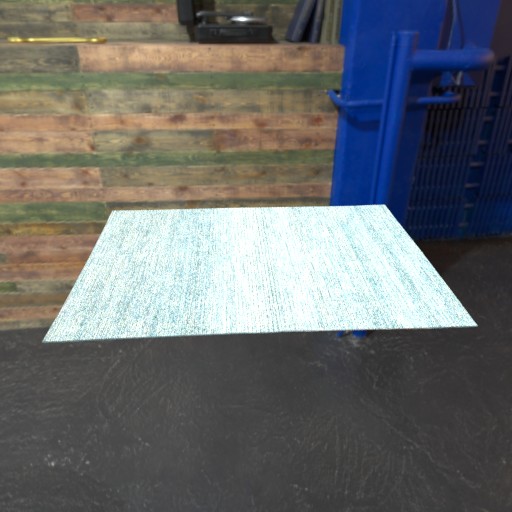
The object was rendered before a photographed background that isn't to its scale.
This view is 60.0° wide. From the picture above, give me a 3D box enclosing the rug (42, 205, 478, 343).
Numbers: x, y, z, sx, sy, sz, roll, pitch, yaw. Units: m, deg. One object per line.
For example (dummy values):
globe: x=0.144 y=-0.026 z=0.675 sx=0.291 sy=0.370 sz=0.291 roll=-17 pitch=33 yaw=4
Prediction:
rug: x=0.000 y=0.000 z=2.966 sx=2.260 sy=0.026 sz=1.611 roll=-1 pitch=30 yaw=-3
